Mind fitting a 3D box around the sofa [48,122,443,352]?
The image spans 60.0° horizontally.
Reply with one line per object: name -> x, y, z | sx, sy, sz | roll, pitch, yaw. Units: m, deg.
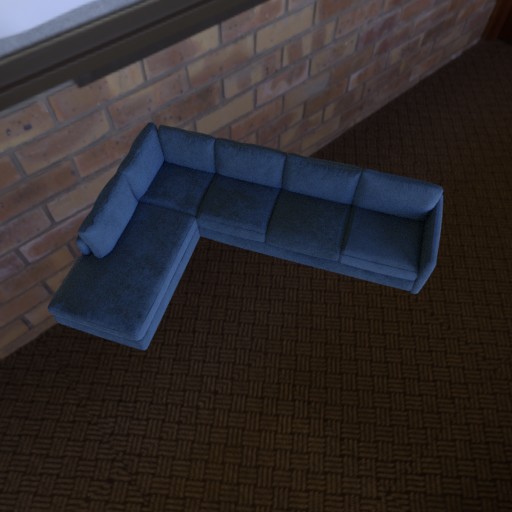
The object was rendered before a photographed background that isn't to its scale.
sofa -> 0.000, 0.000, 3.838 | 2.949, 0.815, 2.007 | 15, 58, 9
